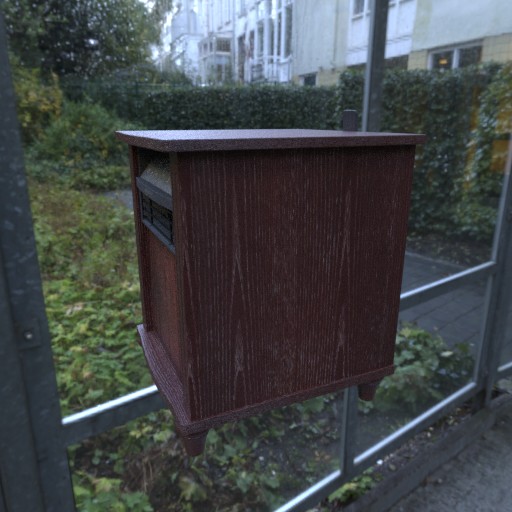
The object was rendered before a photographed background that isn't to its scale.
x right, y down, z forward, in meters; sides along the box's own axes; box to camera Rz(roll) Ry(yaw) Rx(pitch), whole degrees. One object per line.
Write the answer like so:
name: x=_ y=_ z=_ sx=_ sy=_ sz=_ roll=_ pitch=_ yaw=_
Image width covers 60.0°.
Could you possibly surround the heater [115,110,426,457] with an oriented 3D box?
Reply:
heater: x=0.000 y=0.000 z=0.766 sx=0.400 sy=0.481 sz=0.362 roll=-8 pitch=19 yaw=-24
